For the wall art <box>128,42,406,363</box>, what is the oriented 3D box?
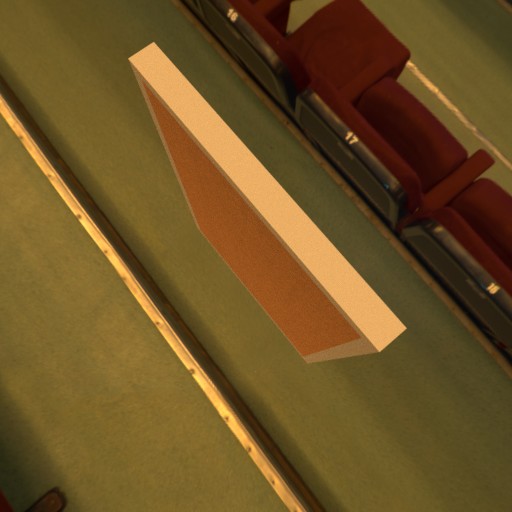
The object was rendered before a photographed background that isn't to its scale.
[{"bbox_3d":[0.000,0.000,0.532,0.025,0.428,0.293,-38,79,-9],"label":"wall art"}]
